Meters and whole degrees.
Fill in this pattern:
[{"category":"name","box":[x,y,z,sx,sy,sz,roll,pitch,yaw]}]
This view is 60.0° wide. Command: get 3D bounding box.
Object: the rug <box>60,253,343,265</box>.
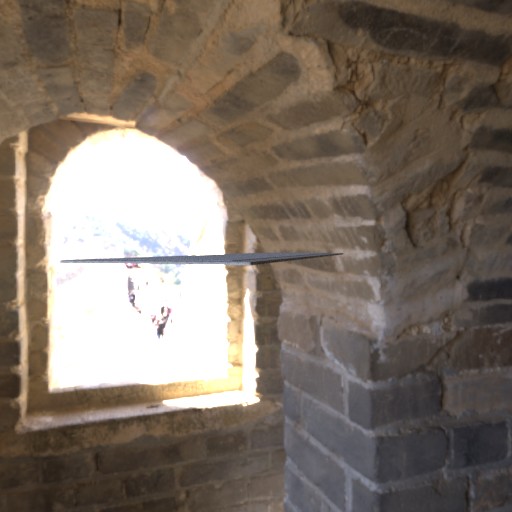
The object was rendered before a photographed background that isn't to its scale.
[{"category":"rug","box":[0.000,0.000,2.691,0.759,0.012,2.430,0,1,18]}]
